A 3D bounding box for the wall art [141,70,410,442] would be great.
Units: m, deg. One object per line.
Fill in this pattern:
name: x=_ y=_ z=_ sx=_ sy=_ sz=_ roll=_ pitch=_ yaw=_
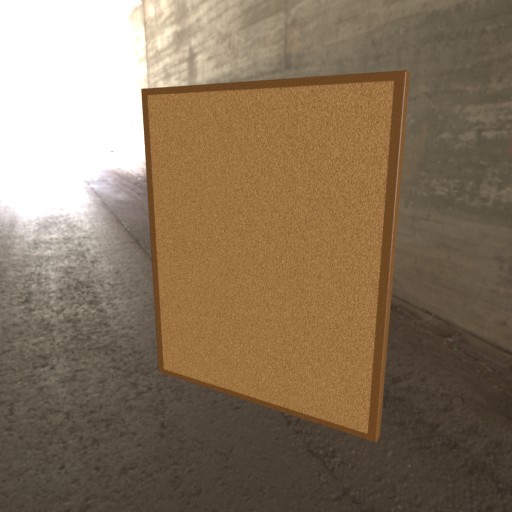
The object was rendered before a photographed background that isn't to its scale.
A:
wall art: x=0.000 y=0.000 z=0.745 sx=0.449 sy=0.550 sz=0.021 roll=8 pitch=17 yaw=28
